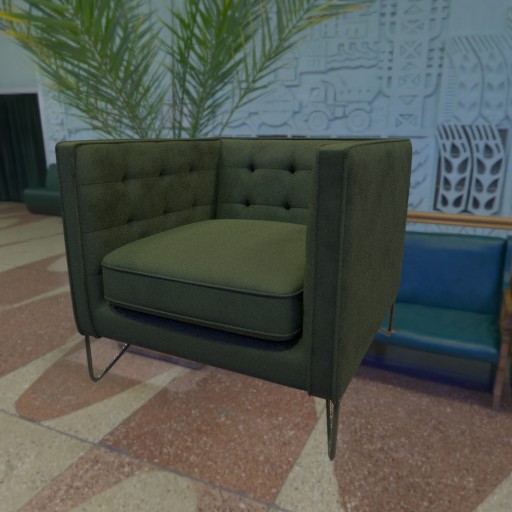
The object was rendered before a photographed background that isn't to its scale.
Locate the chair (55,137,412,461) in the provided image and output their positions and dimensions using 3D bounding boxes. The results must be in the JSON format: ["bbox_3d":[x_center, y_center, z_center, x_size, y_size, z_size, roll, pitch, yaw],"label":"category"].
[{"bbox_3d":[0.000,0.000,1.537,0.880,0.790,0.894,8,17,26],"label":"chair"}]
